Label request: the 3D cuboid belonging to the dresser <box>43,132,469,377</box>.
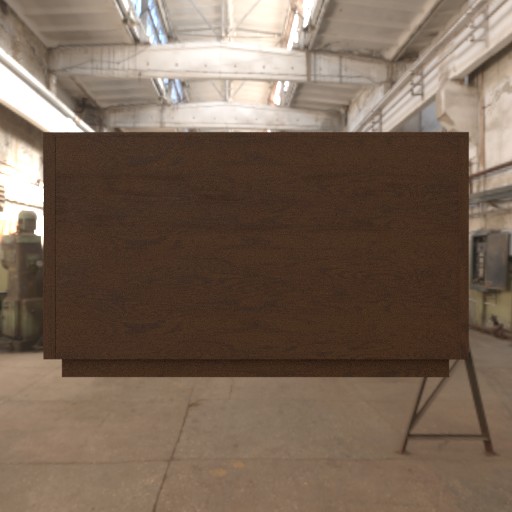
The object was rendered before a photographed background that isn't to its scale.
[{"bbox_3d":[0.000,0.000,1.841,1.523,0.889,0.512,0,0,0],"label":"dresser"}]
